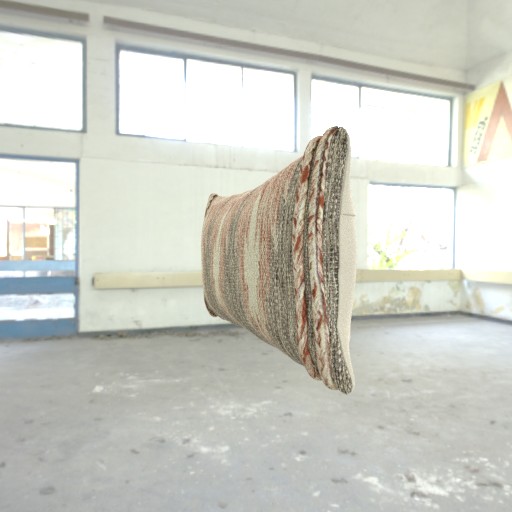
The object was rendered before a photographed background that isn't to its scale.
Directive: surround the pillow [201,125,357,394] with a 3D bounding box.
[{"bbox_3d":[0.000,0.000,0.747,0.139,0.282,0.635,0,0,-19],"label":"pillow"}]
